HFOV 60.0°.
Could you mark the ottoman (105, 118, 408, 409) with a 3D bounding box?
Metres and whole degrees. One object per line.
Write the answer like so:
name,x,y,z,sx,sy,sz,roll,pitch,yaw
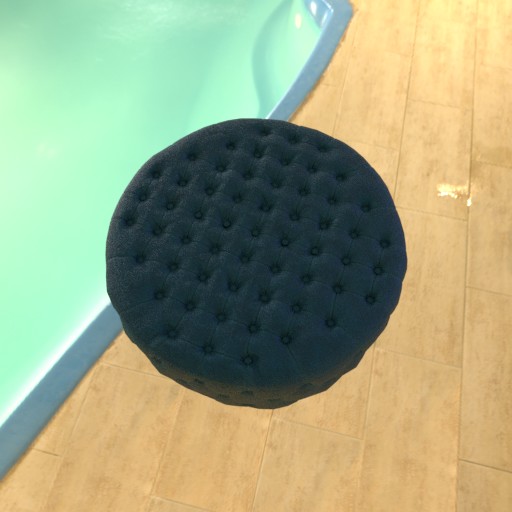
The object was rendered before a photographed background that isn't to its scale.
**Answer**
ottoman,0.000,0.000,1.571,0.998,0.398,0.998,0,64,0
